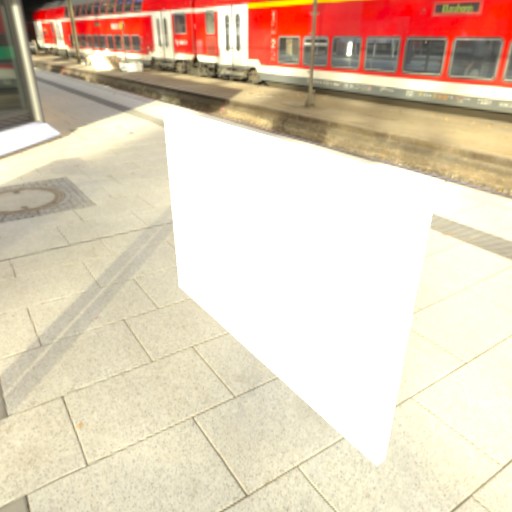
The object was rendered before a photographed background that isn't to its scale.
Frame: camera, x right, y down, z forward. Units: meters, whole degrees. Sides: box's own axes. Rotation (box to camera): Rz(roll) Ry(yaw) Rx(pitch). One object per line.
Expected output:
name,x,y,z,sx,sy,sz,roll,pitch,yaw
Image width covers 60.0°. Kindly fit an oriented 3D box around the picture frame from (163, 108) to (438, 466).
picture frame,0.000,0.000,1.184,0.029,0.640,0.950,-18,32,-31
